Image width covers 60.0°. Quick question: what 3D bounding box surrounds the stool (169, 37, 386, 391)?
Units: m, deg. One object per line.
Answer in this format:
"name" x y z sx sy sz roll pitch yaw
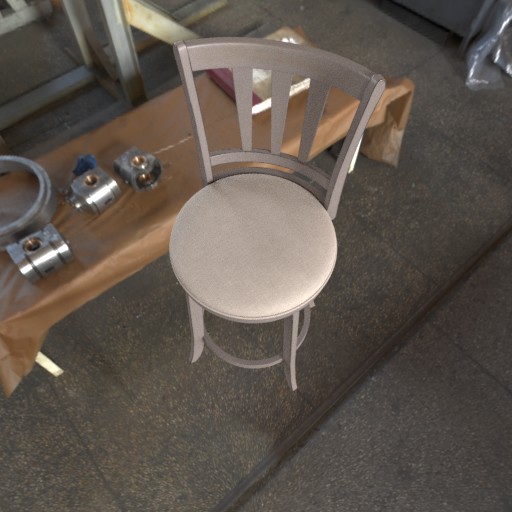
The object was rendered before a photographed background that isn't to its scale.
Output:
"stool" 0.000 0.000 1.232 0.436 1.023 0.475 13 60 8
